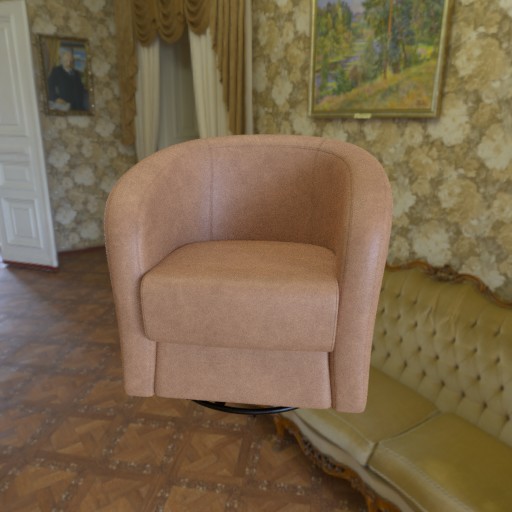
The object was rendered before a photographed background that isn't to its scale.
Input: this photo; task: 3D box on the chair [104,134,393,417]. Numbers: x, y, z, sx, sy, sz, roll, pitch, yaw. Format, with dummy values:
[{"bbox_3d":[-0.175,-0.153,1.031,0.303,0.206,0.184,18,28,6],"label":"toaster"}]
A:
[{"bbox_3d":[0.000,0.000,1.481,0.791,0.771,0.815,2,16,7],"label":"chair"}]
